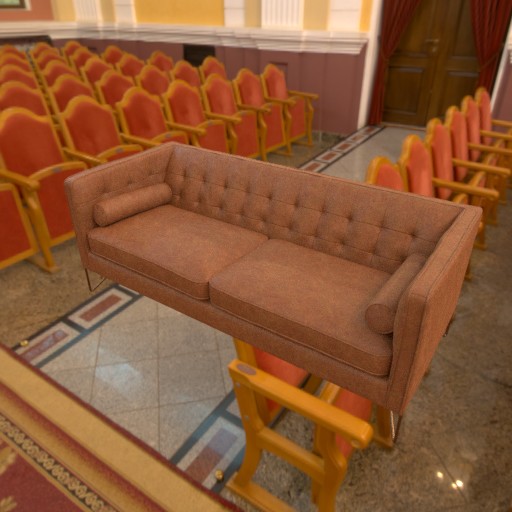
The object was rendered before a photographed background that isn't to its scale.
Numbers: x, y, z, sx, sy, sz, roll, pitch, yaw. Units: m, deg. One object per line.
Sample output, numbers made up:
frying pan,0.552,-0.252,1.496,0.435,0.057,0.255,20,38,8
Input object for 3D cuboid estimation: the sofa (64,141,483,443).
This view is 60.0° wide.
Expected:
sofa,0.000,0.000,2.515,2.079,0.798,0.912,19,35,29
